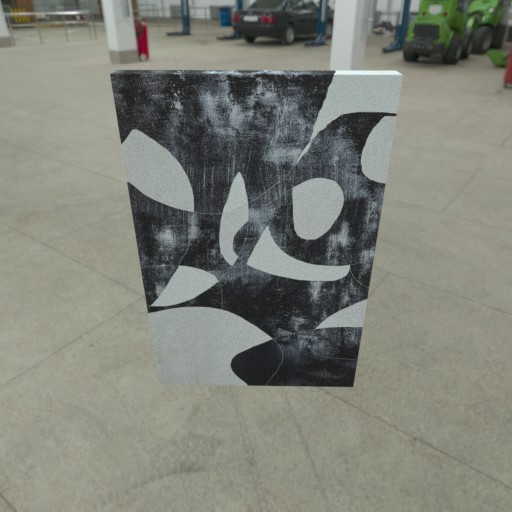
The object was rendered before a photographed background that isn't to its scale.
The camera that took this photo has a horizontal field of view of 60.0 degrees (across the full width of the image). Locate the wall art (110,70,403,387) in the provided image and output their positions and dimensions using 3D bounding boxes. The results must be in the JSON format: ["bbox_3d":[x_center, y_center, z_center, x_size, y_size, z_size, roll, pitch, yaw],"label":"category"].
[{"bbox_3d":[0.000,0.000,0.787,0.407,0.610,0.039,1,31,1],"label":"wall art"}]
